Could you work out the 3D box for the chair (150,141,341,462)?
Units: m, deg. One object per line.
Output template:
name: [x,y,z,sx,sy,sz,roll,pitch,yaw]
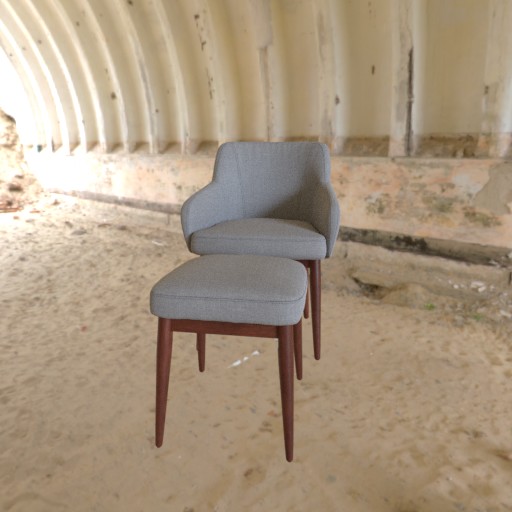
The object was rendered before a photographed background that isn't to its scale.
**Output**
chair: [0.000,0.000,1.582,0.584,0.799,1.107,2,14,9]
